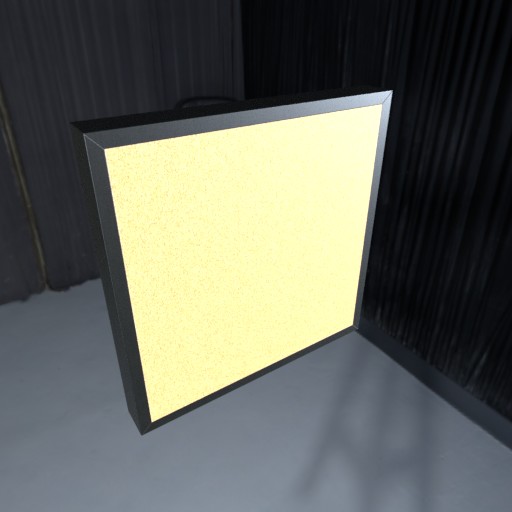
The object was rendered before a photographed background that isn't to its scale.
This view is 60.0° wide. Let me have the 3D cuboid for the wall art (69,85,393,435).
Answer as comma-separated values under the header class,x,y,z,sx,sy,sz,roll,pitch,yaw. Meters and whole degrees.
class,x,y,z,sx,sy,sz,roll,pitch,yaw
wall art,0.000,0.000,0.459,0.304,0.304,0.038,-18,35,-29
